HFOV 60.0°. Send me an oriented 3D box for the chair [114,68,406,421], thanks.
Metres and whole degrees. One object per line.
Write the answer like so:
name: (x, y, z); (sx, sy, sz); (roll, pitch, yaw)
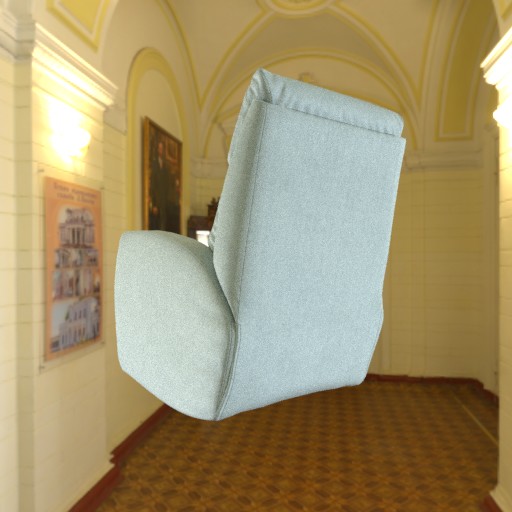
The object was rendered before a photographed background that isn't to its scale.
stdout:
chair: (0.000, 0.000, 1.668); (0.812, 1.013, 0.940); (0, 0, -36)
